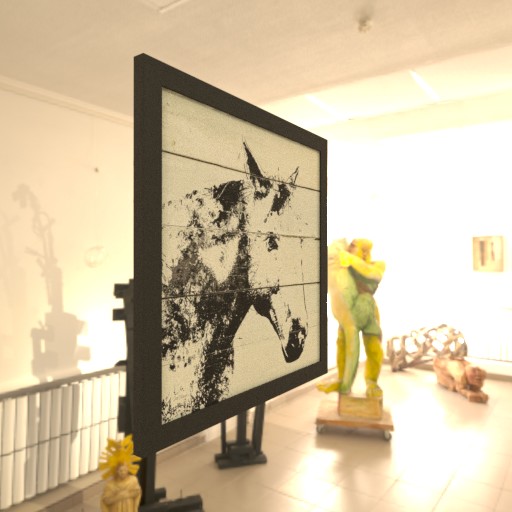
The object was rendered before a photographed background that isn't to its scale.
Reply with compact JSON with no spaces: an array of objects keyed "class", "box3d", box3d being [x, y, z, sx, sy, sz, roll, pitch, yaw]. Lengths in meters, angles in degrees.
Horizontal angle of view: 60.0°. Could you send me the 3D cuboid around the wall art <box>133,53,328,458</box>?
[{"class":"wall art","box3d":[0.000,0.000,1.531,0.038,1.016,1.016,0,0,36]}]
